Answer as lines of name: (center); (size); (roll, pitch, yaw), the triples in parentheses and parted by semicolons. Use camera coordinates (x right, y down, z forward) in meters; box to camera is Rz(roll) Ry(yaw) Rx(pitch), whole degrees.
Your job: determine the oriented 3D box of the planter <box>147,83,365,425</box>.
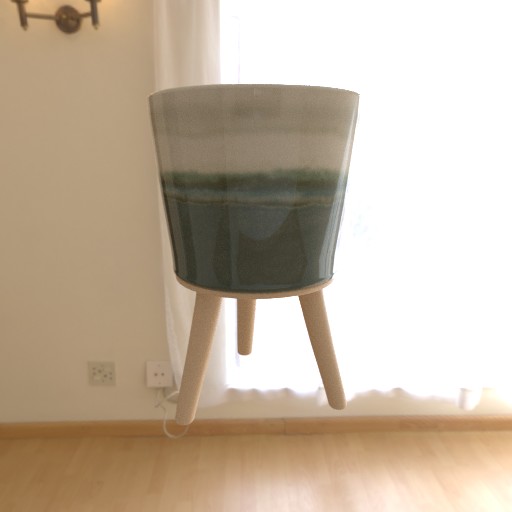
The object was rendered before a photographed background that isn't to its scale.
planter: (0.000, 0.000, 0.489); (0.217, 0.331, 0.217); (-7, 15, -26)
